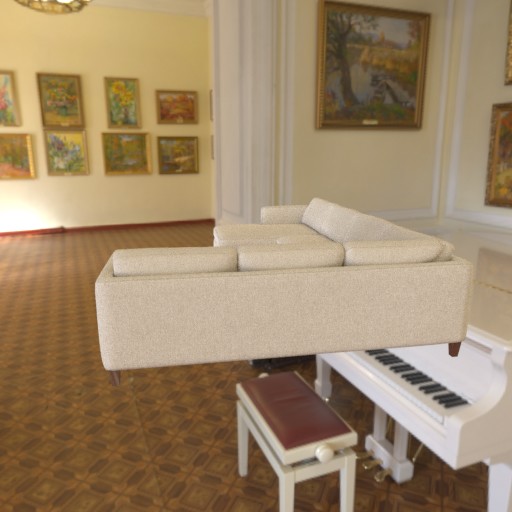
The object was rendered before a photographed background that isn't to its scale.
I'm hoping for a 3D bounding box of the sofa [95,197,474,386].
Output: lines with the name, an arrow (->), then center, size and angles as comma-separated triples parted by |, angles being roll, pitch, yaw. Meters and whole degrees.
sofa -> 0.000, 0.000, 4.426 | 2.551, 0.853, 3.238 | -2, 14, -10
